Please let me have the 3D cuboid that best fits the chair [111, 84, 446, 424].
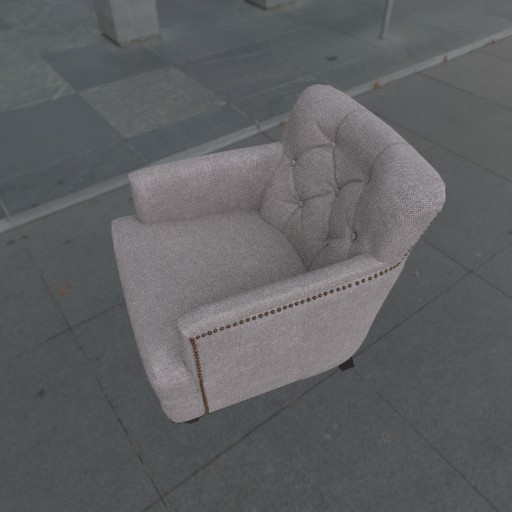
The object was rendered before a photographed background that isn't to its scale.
[{"bbox_3d":[0.000,0.000,1.517,0.902,0.823,0.737,-16,48,-15],"label":"chair"}]
